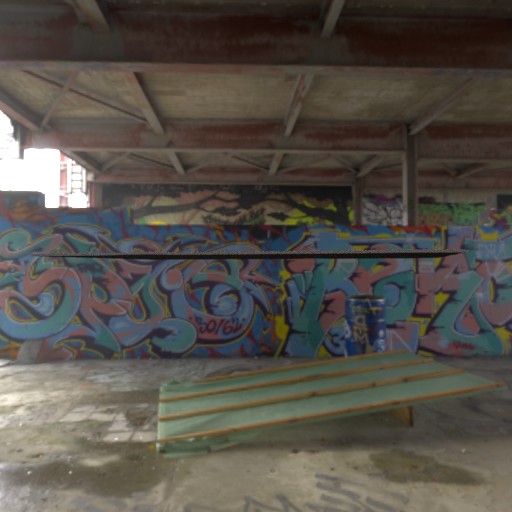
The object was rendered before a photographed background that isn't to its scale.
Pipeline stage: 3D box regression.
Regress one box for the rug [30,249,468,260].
[{"bbox_3d":[0.000,0.000,1.074,0.867,0.007,0.515,0,-1,18],"label":"rug"}]
